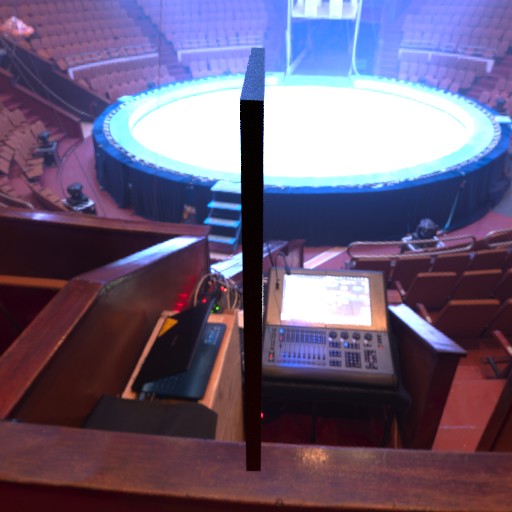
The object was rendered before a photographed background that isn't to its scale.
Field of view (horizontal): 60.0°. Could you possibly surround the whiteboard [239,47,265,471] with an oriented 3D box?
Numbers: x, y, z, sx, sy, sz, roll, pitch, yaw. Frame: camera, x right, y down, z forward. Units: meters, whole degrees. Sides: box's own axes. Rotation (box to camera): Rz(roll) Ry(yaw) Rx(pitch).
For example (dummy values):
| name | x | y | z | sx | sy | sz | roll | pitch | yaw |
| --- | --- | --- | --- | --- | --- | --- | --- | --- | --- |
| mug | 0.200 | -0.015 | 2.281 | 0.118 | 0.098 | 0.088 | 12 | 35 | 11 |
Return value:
| name | x | y | z | sx | sy | sz | roll | pitch | yaw |
| --- | --- | --- | --- | --- | --- | --- | --- | --- | --- |
| whiteboard | 0.000 | 0.000 | 0.766 | 0.026 | 0.611 | 0.406 | 1 | 32 | 1 |
